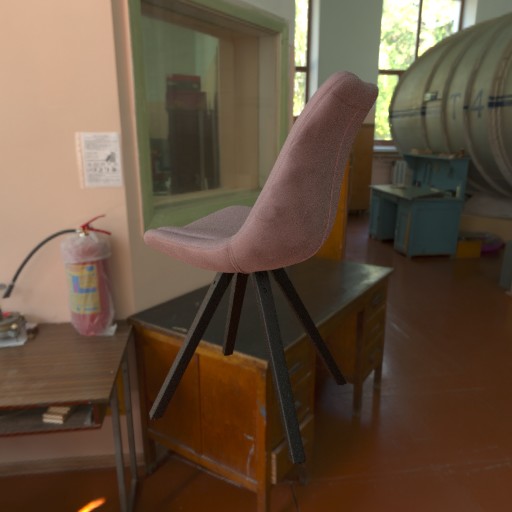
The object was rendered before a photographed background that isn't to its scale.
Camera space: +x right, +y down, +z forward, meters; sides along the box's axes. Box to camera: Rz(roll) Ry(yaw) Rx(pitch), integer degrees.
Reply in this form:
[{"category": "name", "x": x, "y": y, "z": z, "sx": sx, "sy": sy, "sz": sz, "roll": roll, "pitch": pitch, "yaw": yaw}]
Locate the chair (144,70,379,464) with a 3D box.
[{"category": "chair", "x": 0.000, "y": 0.000, "z": 1.185, "sx": 0.547, "sy": 0.865, "sz": 0.483, "roll": 7, "pitch": 17, "yaw": 25}]
